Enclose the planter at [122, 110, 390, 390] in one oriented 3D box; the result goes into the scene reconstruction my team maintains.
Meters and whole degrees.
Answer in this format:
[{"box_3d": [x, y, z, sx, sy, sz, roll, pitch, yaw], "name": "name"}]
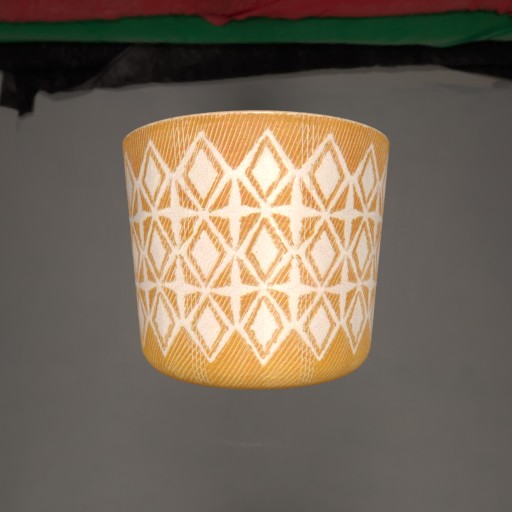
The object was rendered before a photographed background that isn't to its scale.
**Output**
[{"box_3d": [0.000, 0.000, 0.220, 0.126, 0.104, 0.126, 0, 0, 0], "name": "planter"}]
